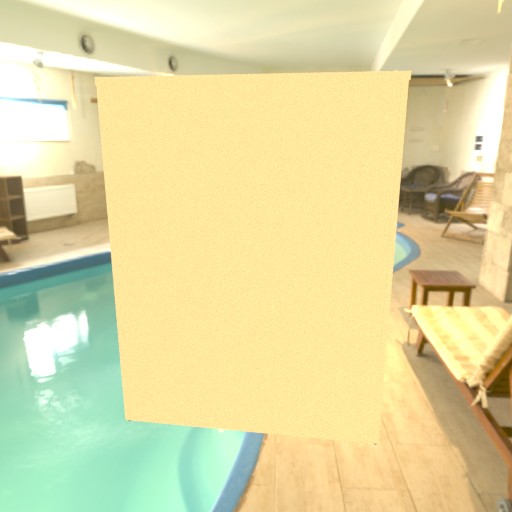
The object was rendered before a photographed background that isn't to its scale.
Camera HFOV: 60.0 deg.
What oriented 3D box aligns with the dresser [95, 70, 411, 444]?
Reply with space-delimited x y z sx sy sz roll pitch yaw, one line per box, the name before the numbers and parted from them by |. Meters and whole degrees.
dresser | 0.000 0.000 1.422 0.800 1.040 0.380 2 15 8
